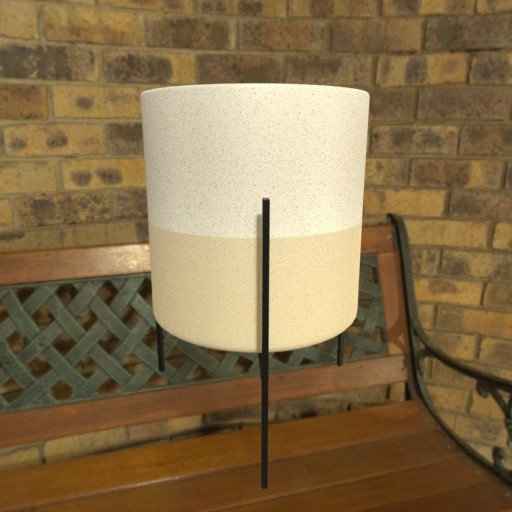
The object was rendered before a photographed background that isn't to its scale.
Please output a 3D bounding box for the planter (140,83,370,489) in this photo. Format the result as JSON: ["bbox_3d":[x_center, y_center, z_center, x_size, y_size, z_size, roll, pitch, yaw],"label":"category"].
[{"bbox_3d":[0.000,0.000,0.534,0.263,0.362,0.267,14,21,43],"label":"planter"}]
